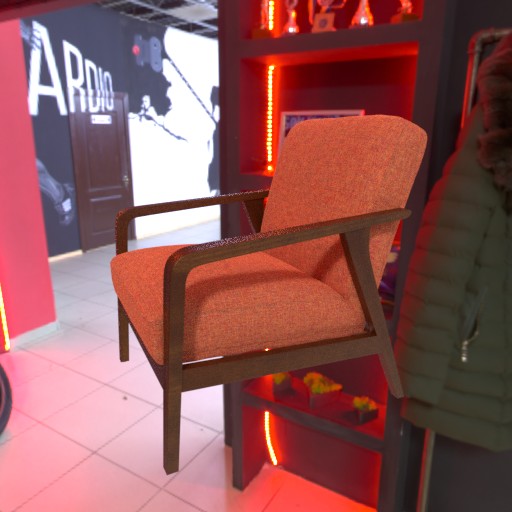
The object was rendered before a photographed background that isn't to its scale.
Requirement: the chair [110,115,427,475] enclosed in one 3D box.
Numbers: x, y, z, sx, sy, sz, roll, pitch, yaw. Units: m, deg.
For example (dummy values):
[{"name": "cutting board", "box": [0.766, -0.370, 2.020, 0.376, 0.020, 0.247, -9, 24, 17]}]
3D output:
[{"name": "chair", "box": [0.000, 0.000, 1.465, 0.860, 0.890, 0.719, -7, 17, -25]}]
